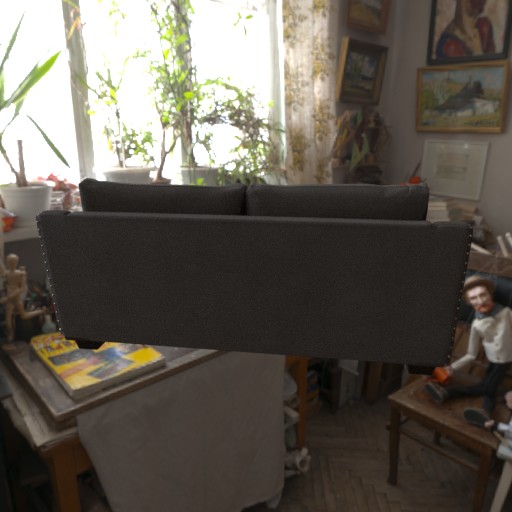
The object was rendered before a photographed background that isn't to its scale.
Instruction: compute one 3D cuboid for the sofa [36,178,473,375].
[{"bbox_3d":[0.000,0.000,3.275,2.550,1.196,1.336,2,16,8],"label":"sofa"}]
